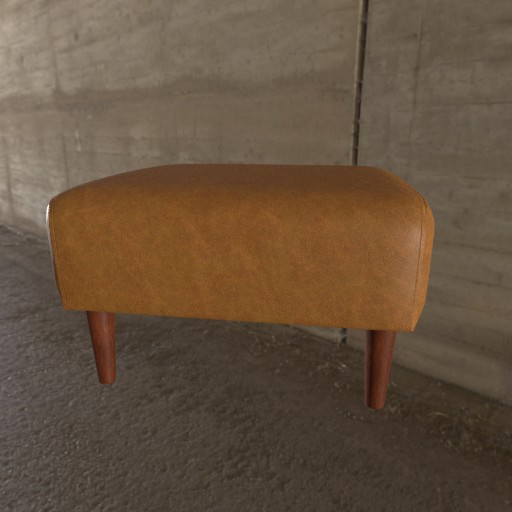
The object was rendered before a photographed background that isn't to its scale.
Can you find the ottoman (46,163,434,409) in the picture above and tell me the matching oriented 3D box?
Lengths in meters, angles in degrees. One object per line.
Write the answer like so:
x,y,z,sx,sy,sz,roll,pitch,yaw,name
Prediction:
0.000,0.000,1.032,0.650,0.399,0.650,2,16,9,ottoman
